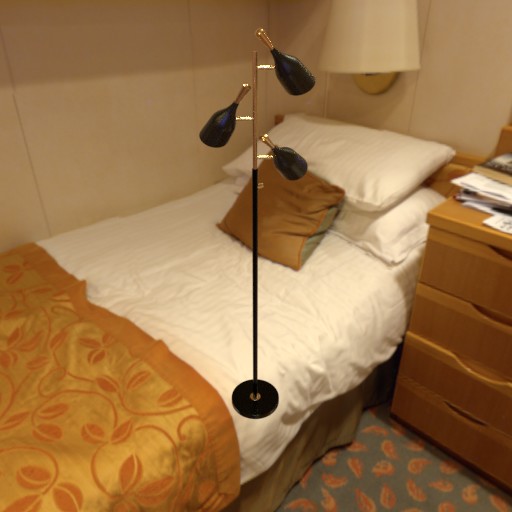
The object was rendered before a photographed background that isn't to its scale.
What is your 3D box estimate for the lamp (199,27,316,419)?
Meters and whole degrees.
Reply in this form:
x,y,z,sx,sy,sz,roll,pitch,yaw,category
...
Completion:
x,y,z,sx,sy,sz,roll,pitch,yaw,category
0.000,0.000,1.932,0.434,1.778,0.253,-1,30,-1,lamp
